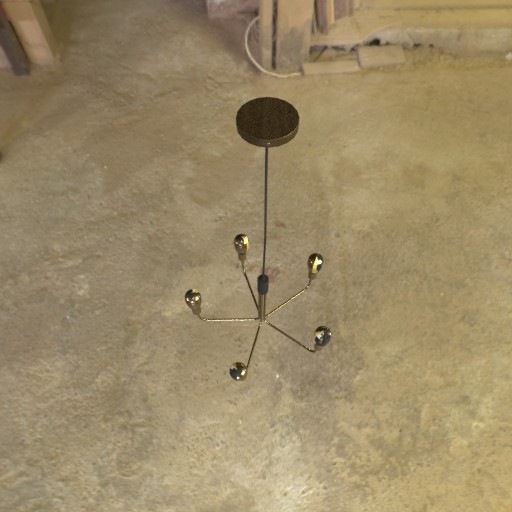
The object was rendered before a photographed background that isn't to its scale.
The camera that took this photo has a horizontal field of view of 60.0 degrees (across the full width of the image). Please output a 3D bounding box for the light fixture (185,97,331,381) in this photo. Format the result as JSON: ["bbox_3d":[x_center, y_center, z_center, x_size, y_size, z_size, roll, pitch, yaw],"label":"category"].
[{"bbox_3d":[0.000,0.000,1.379,0.532,1.059,0.588,-1,58,0],"label":"light fixture"}]
